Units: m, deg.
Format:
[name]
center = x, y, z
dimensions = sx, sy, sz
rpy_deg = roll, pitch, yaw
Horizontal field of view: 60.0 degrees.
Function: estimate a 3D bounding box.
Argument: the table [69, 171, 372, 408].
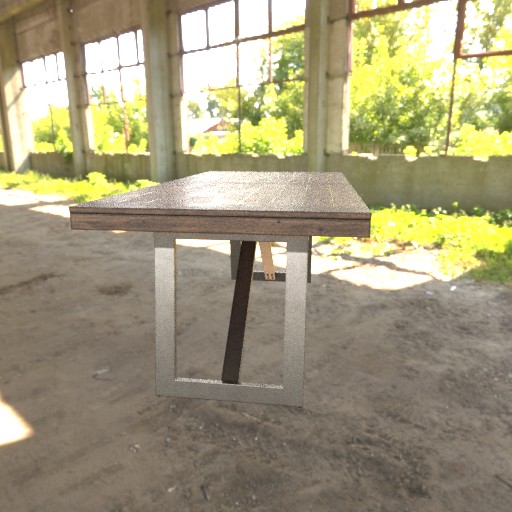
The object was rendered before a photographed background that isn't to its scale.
[table]
center = 0.000, 0.000, 2.323
dimensions = 0.931, 0.757, 1.867
rpy_deg = 2, 14, 8
